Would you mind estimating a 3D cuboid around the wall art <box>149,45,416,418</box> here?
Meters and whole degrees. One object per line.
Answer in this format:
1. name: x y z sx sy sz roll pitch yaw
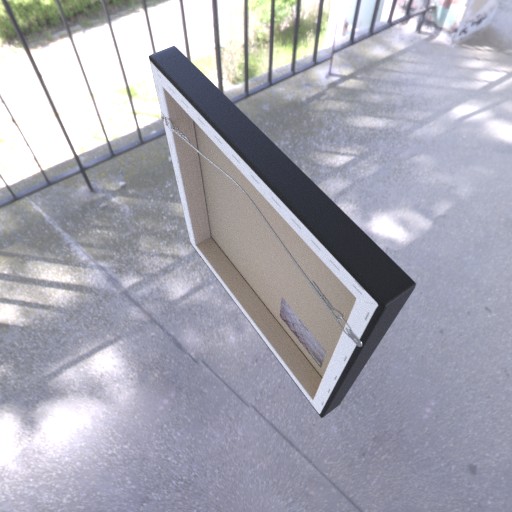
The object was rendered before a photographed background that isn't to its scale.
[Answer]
1. wall art: 0.000 0.000 0.618 0.041 0.407 0.406 -31 63 -18
